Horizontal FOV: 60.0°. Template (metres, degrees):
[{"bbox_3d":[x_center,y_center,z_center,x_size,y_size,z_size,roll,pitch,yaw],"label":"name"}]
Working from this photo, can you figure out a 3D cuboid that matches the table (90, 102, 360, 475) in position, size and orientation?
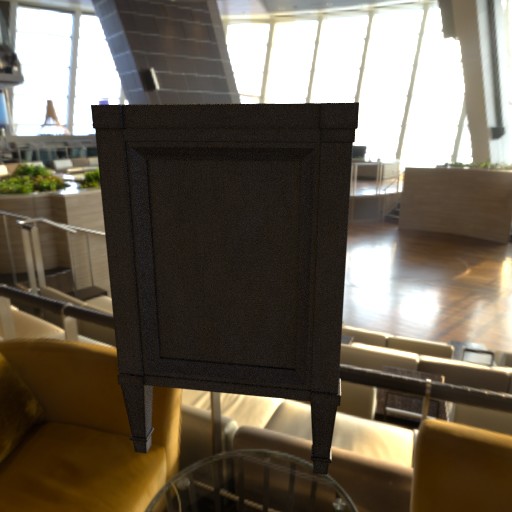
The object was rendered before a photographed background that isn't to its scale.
[{"bbox_3d":[0.000,0.000,1.061,0.413,0.660,0.660,3,16,9],"label":"table"}]
